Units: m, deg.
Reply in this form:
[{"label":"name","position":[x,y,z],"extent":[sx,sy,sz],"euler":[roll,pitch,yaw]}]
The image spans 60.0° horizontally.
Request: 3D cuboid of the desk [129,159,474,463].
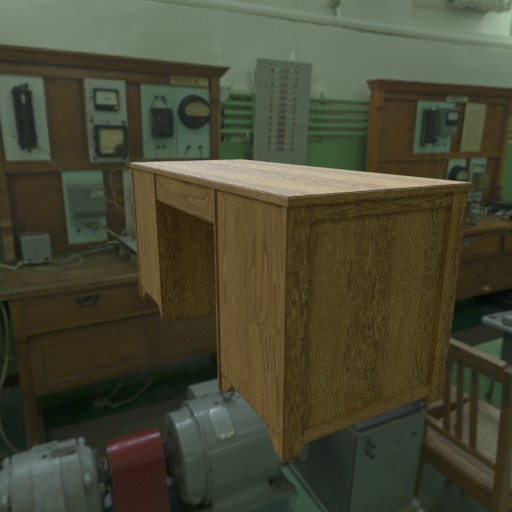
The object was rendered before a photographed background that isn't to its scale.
[{"label":"desk","position":[0.000,0.000,1.962],"extent":[0.685,0.751,1.567],"euler":[-8,17,-28]}]
